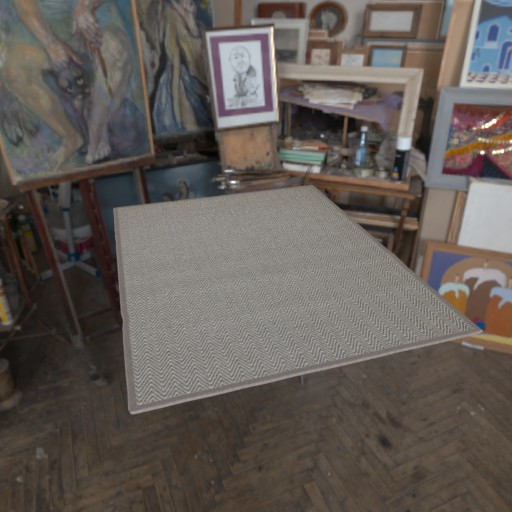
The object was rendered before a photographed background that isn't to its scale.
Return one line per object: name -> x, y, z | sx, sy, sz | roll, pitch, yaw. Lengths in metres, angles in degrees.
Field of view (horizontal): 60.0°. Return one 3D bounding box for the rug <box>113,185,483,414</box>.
rug -> 0.000, 0.000, 4.058 | 2.434, 0.032, 3.007 | -9, 31, -15
